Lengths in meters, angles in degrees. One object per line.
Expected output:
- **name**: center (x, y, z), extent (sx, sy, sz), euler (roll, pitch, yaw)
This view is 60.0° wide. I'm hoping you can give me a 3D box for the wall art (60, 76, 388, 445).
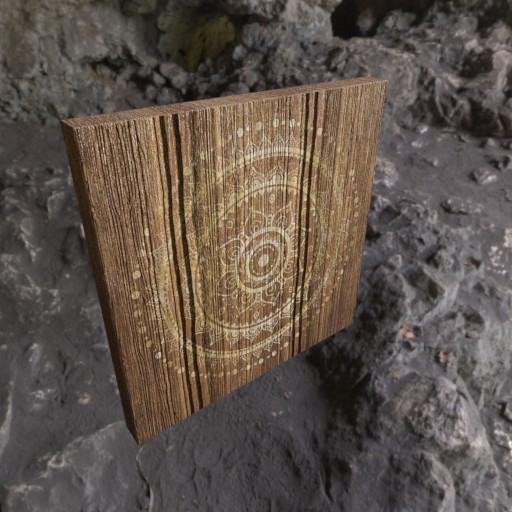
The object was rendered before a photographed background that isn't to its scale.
- **wall art**: center (0.000, 0.000, 0.583), extent (0.406, 0.403, 0.039), euler (-21, 36, -32)
